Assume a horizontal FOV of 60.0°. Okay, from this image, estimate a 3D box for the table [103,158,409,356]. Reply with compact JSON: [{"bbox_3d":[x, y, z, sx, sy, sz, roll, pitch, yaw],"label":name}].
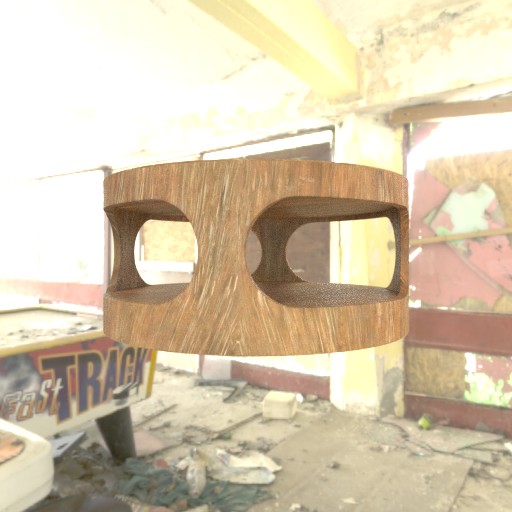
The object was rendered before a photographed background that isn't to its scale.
[{"bbox_3d":[0.000,0.000,1.492,0.974,0.450,0.974,0,0,0],"label":"table"}]
